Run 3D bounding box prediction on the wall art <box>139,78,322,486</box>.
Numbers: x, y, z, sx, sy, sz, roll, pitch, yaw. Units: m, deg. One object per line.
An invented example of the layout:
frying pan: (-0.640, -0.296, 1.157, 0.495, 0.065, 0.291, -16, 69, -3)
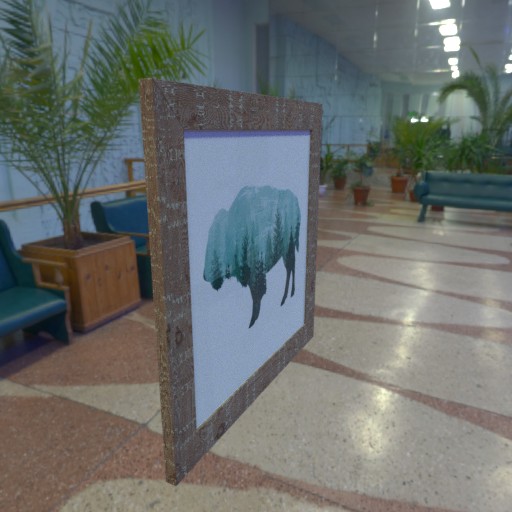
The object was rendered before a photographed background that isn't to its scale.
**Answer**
wall art: (0.000, 0.000, 0.557, 0.022, 0.380, 0.380, 8, 18, 27)
